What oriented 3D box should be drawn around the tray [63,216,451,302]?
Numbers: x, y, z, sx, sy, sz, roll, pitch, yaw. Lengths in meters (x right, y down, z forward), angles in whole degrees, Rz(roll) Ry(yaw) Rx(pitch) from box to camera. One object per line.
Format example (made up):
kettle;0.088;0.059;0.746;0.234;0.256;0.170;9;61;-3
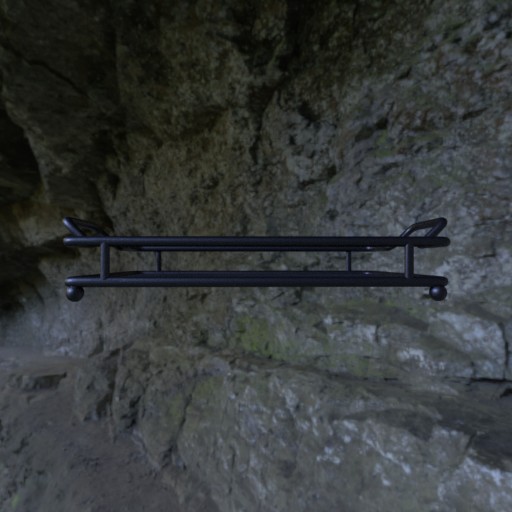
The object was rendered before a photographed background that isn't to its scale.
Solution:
tray;0.000;0.000;0.620;0.495;0.101;0.297;0;-1;-1
